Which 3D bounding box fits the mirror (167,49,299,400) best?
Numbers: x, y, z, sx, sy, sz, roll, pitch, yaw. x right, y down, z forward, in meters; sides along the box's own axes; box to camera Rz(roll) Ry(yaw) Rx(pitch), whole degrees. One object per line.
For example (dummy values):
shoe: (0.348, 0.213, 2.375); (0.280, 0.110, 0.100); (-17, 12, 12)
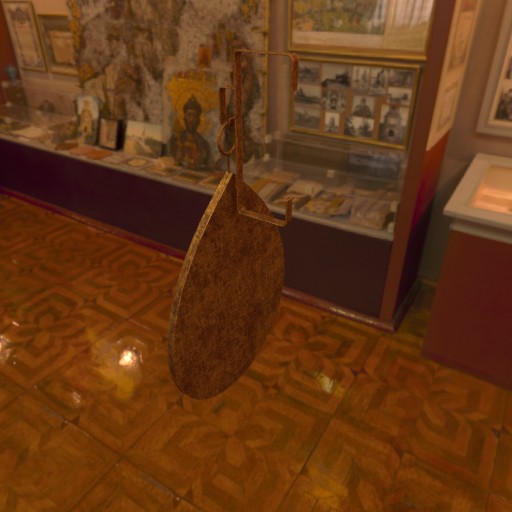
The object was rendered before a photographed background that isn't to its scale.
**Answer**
mirror: (0.000, 0.000, 0.882); (0.144, 0.744, 0.405); (19, 36, 29)
